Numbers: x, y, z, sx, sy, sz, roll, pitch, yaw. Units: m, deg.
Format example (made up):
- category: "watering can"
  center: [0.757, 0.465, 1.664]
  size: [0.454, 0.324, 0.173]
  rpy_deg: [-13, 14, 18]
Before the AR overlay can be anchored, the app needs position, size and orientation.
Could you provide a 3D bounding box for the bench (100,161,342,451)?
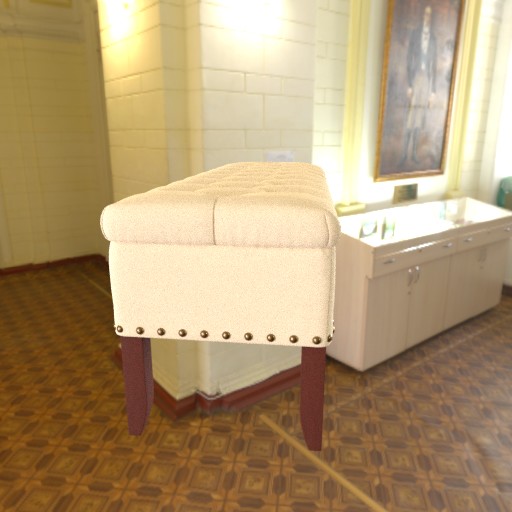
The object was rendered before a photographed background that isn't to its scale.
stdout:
- category: "bench"
  center: [0.000, 0.000, 1.254]
  size: [0.400, 0.470, 1.054]
  rpy_deg: [2, 15, 7]
